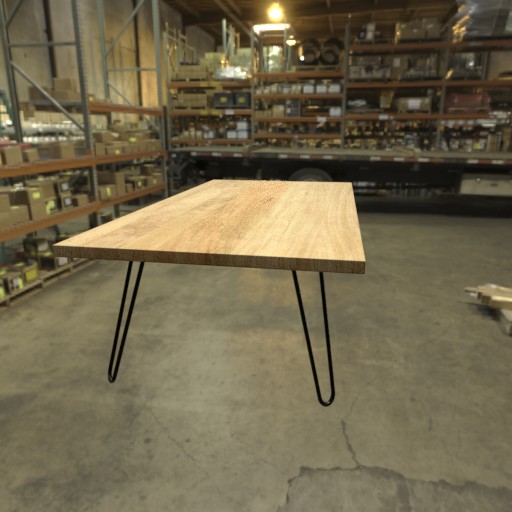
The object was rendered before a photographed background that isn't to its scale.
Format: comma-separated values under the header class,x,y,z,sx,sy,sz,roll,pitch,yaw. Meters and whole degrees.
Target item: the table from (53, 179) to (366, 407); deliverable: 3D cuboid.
class,x,y,z,sx,sy,sz,roll,pitch,yaw
table,0.000,0.000,1.645,0.699,0.400,1.348,3,16,10
